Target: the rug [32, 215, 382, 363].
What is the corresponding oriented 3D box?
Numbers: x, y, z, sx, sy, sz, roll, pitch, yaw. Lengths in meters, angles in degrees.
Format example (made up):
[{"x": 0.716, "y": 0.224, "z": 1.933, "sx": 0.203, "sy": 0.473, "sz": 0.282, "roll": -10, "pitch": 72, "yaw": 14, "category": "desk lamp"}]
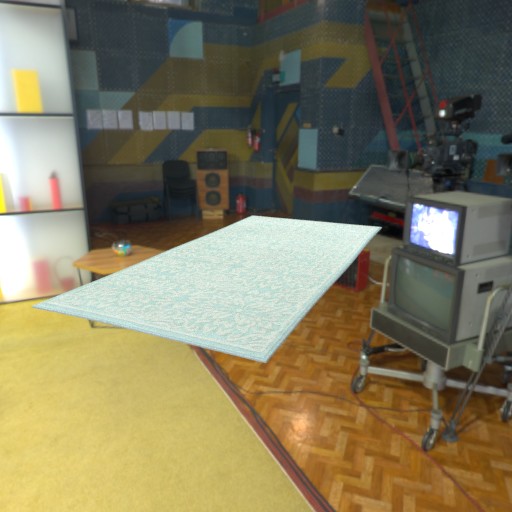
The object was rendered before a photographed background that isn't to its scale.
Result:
[{"x": 0.000, "y": 0.000, "z": 1.451, "sx": 0.604, "sy": 0.007, "sz": 1.219, "roll": 7, "pitch": 18, "yaw": 24, "category": "rug"}]
